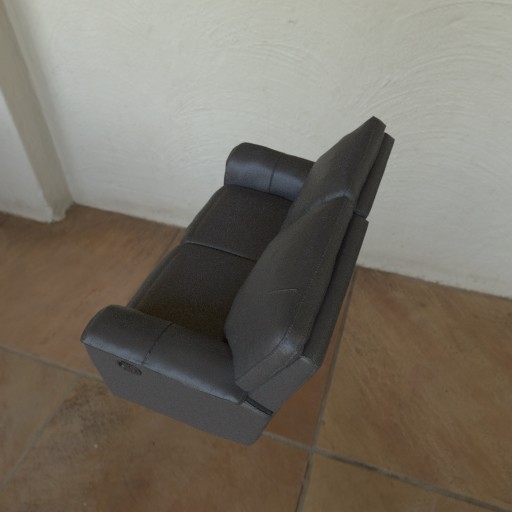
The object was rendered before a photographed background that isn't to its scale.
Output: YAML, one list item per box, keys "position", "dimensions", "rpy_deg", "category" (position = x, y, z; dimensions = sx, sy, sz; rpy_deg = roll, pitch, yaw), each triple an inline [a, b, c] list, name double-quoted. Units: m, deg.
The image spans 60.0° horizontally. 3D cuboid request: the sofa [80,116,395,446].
- position: [0.000, 0.000, 2.422]
  dimensions: [1.104, 1.111, 1.765]
  rpy_deg: [15, 46, 15]
  category: "sofa"
